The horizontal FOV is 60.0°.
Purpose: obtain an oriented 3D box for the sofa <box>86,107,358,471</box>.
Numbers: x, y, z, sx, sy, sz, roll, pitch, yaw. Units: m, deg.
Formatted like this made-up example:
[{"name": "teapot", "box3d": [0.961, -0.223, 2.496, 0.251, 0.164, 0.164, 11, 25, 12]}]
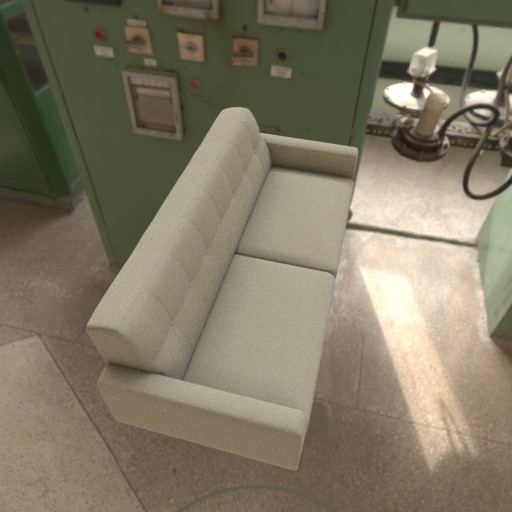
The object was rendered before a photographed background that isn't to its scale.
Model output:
[{"name": "sofa", "box3d": [0.000, 0.000, 2.663, 0.980, 0.892, 2.137, 11, 48, 10]}]
